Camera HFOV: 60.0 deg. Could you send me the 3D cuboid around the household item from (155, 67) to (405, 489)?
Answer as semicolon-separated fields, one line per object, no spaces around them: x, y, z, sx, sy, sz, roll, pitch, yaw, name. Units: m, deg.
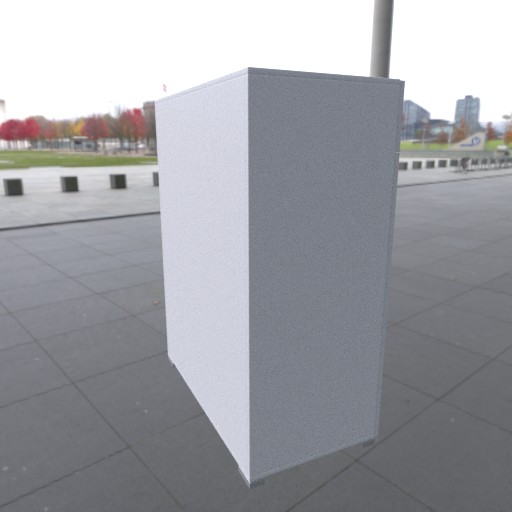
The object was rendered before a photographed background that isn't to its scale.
0.000;0.000;1.447;0.420;1.010;0.790;-7;16;-25;household item
